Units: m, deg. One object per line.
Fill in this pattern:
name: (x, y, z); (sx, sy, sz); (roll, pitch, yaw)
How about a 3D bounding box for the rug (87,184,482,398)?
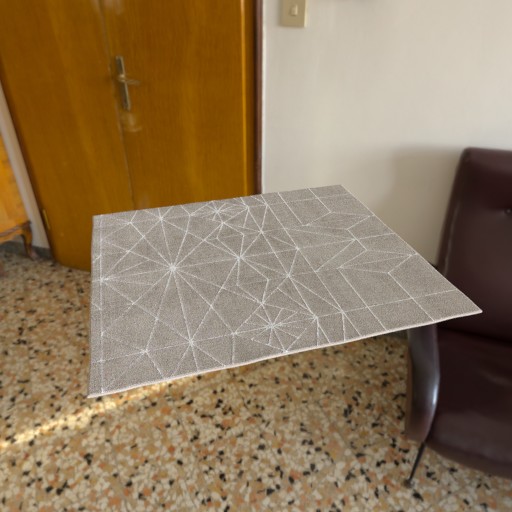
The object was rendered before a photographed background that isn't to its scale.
rug: (0.000, 0.000, 0.893); (0.639, 0.006, 0.548); (-9, 34, -14)
